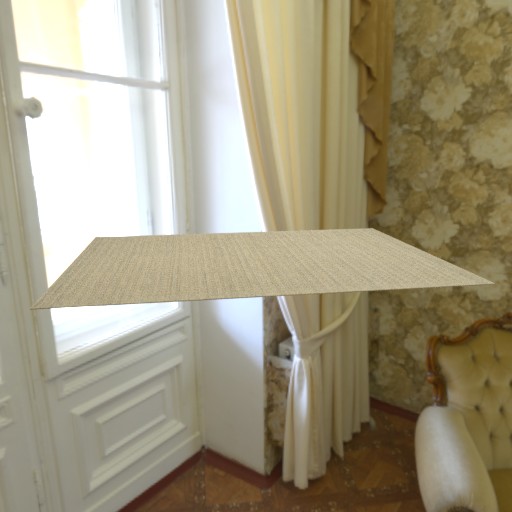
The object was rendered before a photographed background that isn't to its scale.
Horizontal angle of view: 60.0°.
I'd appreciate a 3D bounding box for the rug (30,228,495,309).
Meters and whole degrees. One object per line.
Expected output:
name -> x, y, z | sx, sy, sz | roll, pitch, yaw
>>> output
rug -> 0.000, 0.000, 3.661 | 2.895, 0.006, 1.981 | -2, 15, -9
